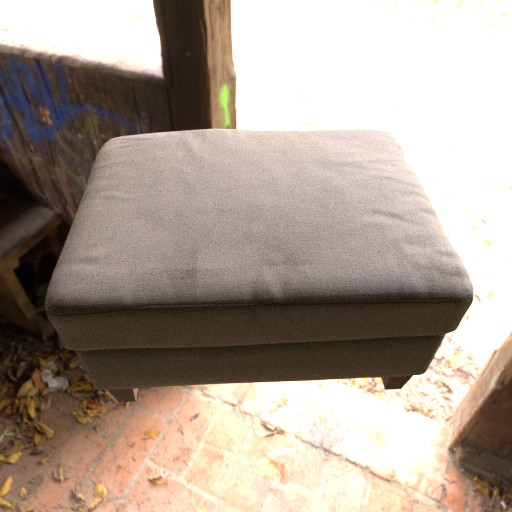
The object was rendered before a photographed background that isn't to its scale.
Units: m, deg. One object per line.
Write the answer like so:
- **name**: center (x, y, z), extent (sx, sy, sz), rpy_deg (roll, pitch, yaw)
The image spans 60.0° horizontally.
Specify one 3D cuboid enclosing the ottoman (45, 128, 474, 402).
- **ottoman**: center (0.000, 0.000, 1.262), extent (0.902, 0.511, 0.692), rpy_deg (-2, 45, -2)
